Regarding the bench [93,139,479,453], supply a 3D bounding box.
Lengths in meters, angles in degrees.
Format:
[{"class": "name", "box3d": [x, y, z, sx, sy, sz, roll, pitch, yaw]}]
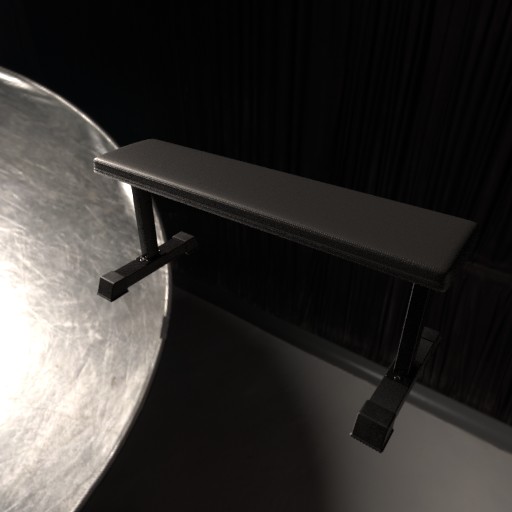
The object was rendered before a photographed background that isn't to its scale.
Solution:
[{"class": "bench", "box3d": [0.000, 0.000, 1.276, 1.072, 0.453, 0.439, 21, 38, 30]}]
